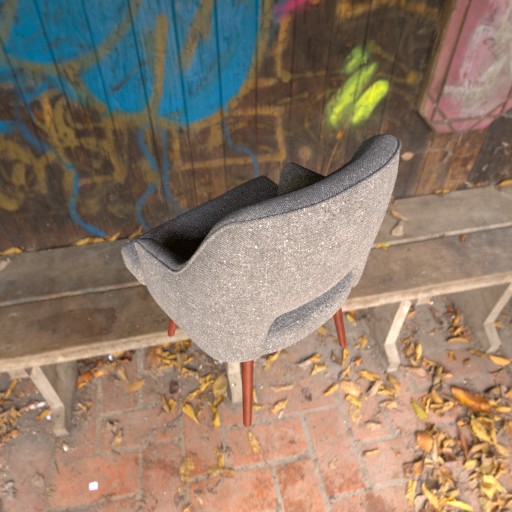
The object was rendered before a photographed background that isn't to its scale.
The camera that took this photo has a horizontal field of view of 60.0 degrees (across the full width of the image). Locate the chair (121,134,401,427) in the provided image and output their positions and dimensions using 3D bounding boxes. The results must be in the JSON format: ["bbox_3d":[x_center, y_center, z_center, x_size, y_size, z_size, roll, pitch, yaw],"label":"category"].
[{"bbox_3d":[0.000,0.000,1.308,0.608,0.875,0.629,-31,54,-27],"label":"chair"}]
